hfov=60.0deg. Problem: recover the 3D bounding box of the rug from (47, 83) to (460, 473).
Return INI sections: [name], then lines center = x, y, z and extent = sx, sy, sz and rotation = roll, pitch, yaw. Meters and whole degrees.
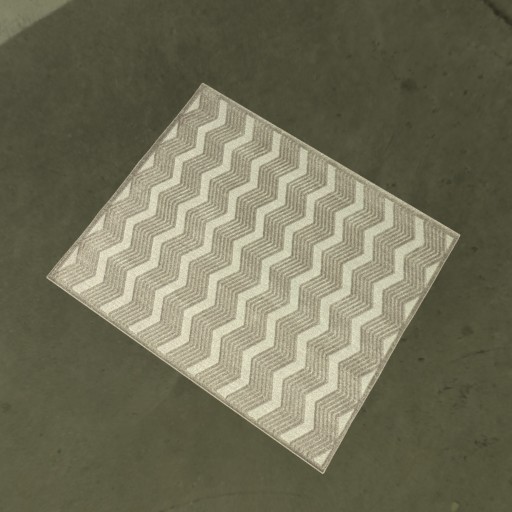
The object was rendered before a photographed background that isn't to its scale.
[rug]
center = 0.000, 0.000, 3.981
extent = 2.880, 0.005, 2.391
rotation = 33, 78, 8
